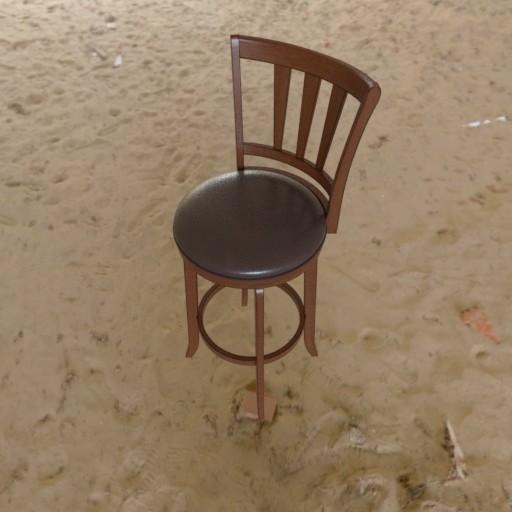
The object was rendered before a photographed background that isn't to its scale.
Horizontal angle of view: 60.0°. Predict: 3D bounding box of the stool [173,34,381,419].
[{"bbox_3d":[0.000,0.000,1.437,0.464,1.177,0.503,32,55,26],"label":"stool"}]
